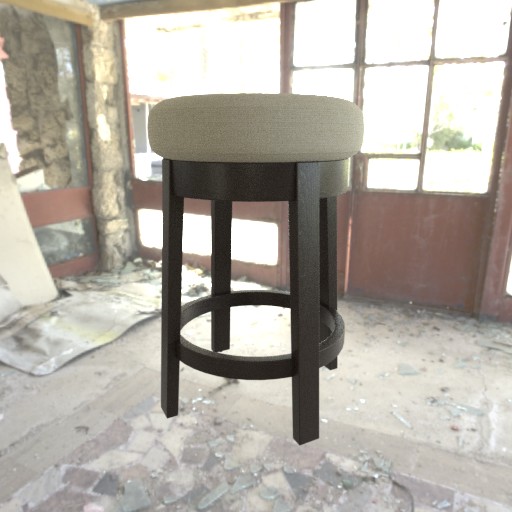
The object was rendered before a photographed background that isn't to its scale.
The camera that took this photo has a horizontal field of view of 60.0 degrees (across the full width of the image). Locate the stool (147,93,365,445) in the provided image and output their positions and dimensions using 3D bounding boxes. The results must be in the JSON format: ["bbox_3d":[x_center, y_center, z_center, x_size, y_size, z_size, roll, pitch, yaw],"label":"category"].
[{"bbox_3d":[0.000,0.000,0.971,0.449,0.655,0.449,0,15,0],"label":"stool"}]
